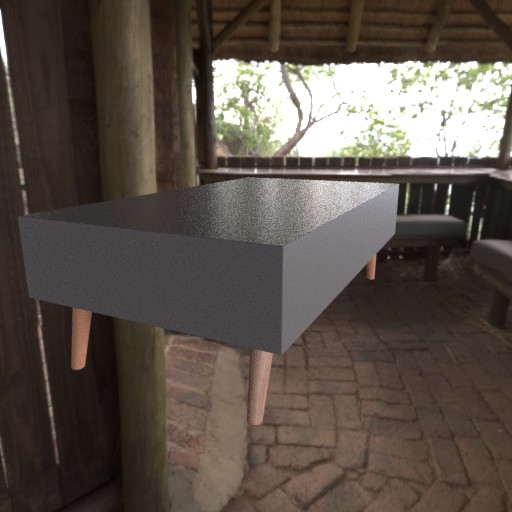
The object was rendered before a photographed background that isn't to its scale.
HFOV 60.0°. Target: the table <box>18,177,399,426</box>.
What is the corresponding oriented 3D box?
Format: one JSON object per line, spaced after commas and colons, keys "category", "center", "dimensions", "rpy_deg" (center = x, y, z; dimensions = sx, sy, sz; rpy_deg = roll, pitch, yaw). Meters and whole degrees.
{"category": "table", "center": [0.000, 0.000, 1.485], "dimensions": [0.703, 0.404, 1.201], "rpy_deg": [7, 17, 25]}
